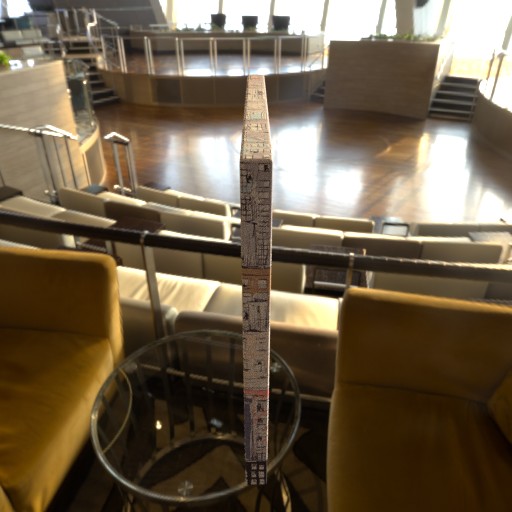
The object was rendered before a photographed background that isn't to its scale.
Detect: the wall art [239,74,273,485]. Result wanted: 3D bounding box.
[{"bbox_3d":[0.000,0.000,0.909,0.038,0.608,0.607,0,31,0],"label":"wall art"}]
